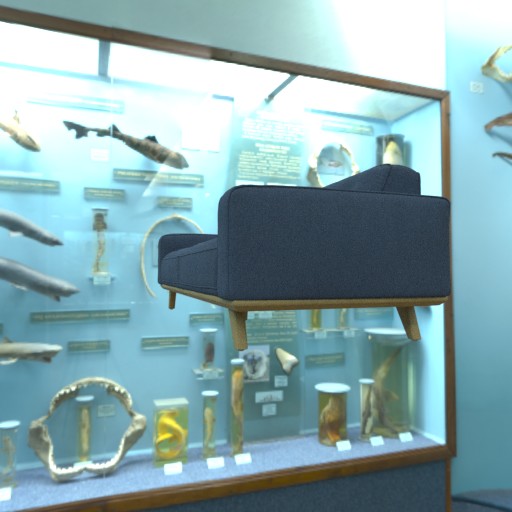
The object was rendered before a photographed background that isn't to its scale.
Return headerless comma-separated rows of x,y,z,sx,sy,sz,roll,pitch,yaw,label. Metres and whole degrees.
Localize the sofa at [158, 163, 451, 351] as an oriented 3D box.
0.000,0.000,2.694,0.953,0.782,2.270,1,-2,-18,sofa
